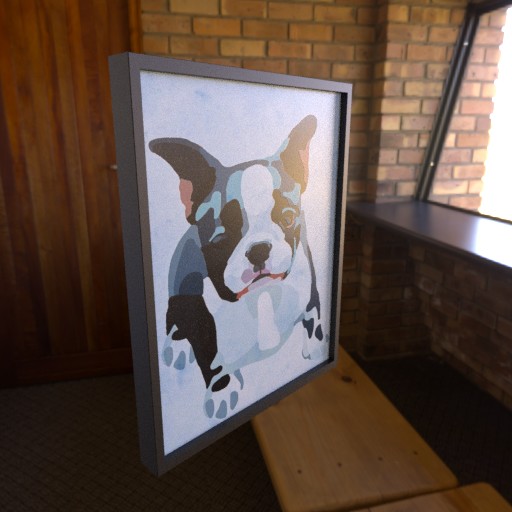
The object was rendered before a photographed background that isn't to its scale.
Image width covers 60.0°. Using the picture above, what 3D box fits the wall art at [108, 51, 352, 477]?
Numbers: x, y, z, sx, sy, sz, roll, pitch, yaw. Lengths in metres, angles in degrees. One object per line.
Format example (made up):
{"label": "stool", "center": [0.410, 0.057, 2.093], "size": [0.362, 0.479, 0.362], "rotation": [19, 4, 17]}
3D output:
{"label": "wall art", "center": [0.000, 0.000, 0.480], "size": [0.030, 0.369, 0.294], "rotation": [15, 21, 42]}
